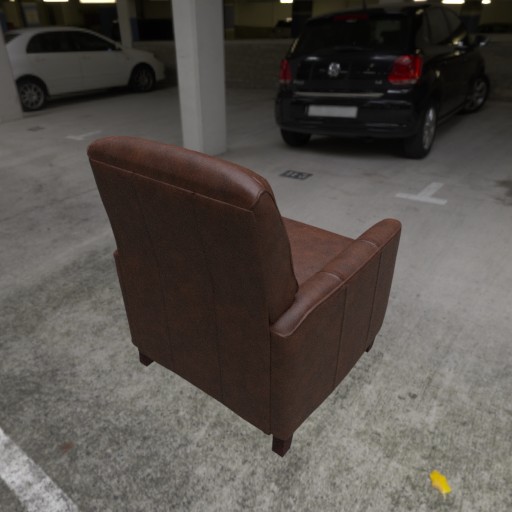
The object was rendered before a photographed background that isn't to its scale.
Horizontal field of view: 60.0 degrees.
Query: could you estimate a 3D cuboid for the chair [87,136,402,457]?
[{"bbox_3d":[0.000,0.000,1.666,0.839,1.010,0.850,21,37,32],"label":"chair"}]
